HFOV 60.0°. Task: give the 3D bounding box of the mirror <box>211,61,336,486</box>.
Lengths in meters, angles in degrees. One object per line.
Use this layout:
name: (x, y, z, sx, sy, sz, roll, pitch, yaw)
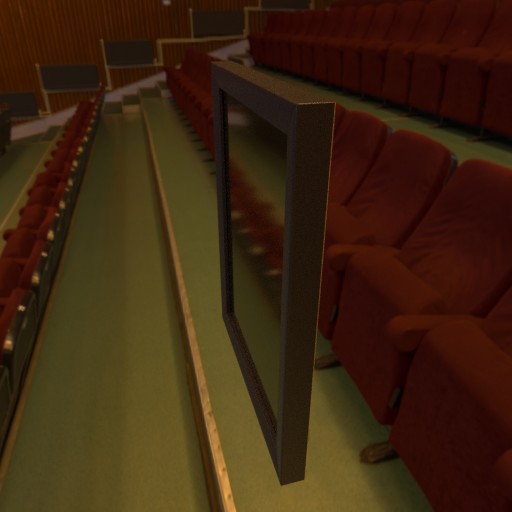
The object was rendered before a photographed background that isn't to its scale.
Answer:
mirror: (0.000, 0.000, 0.669, 0.041, 0.508, 0.405, -7, 29, -13)
